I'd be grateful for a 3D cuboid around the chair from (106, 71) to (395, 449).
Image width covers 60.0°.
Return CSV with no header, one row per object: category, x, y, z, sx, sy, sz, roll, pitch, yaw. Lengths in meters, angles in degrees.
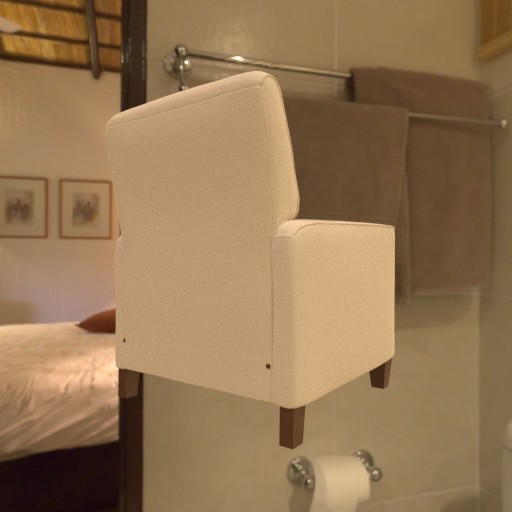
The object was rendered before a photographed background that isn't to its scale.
chair,0.000,0.000,1.667,0.841,1.028,0.858,0,0,36
